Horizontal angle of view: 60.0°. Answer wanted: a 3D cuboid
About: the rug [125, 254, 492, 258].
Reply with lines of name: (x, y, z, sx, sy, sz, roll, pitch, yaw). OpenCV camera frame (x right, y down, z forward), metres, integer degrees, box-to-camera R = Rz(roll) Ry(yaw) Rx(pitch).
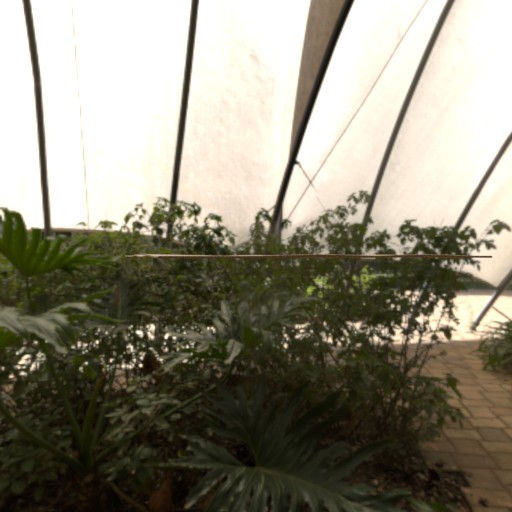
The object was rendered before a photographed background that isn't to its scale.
rug: (0.000, 0.000, 2.306, 1.220, 0.013, 1.829, 0, 0, -19)
